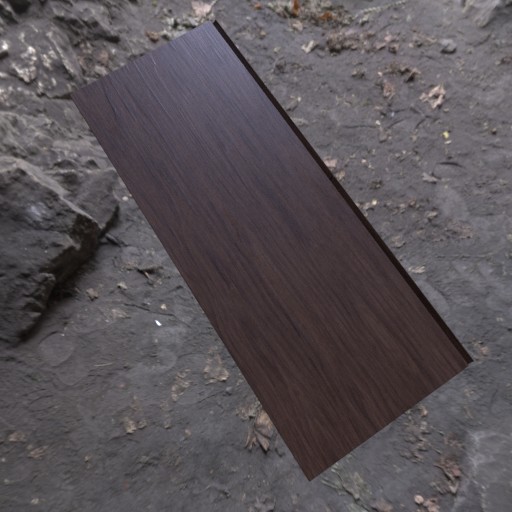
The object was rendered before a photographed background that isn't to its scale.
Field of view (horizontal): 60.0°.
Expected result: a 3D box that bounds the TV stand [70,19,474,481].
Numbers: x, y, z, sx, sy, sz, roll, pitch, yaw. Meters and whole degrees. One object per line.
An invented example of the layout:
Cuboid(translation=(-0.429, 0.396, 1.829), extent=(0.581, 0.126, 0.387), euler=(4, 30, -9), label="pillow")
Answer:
Cuboid(translation=(0.000, 0.000, 1.282), extent=(0.405, 0.660, 0.990), euler=(-32, 77, -8), label="TV stand")
